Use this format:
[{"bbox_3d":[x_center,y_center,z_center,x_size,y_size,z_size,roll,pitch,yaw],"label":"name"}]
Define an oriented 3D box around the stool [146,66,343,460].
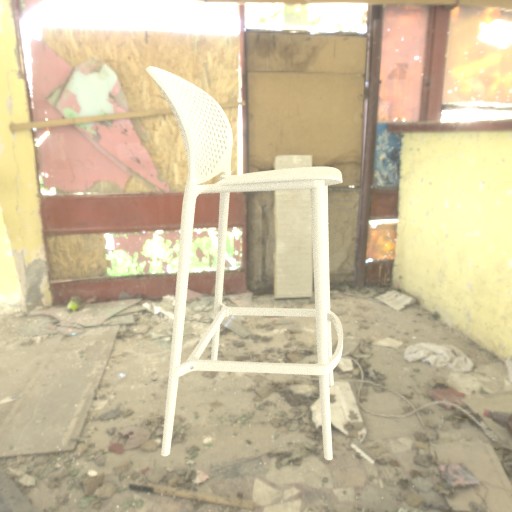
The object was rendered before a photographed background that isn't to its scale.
[{"bbox_3d":[0.000,0.000,1.325,0.535,1.045,0.536,3,15,10],"label":"stool"}]
